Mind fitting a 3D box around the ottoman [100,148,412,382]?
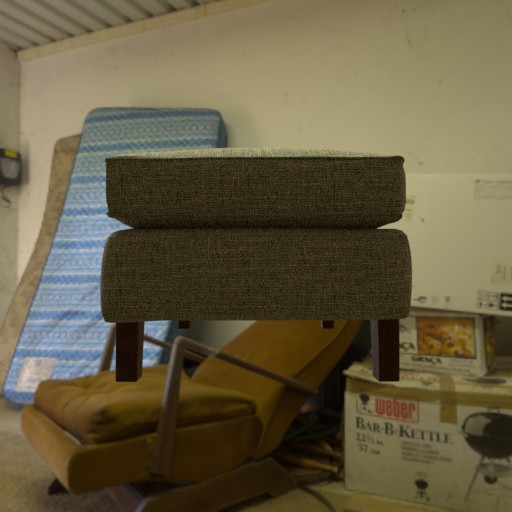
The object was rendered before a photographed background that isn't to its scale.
[{"bbox_3d":[0.000,0.000,0.995,0.508,0.406,0.686,0,-1,0],"label":"ottoman"}]
